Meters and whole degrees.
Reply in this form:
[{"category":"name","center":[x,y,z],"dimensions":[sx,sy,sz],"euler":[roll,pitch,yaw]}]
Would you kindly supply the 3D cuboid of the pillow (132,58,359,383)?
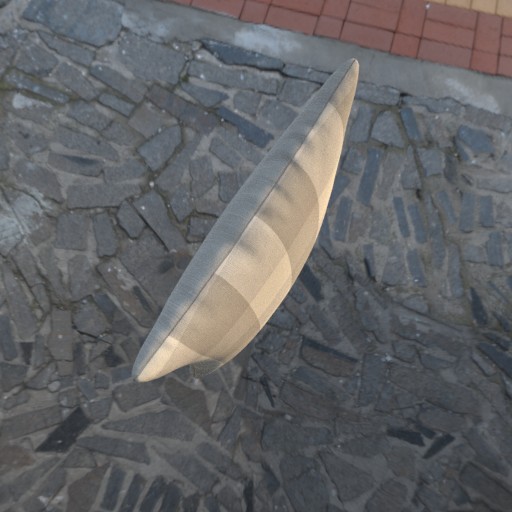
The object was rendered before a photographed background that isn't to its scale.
[{"category":"pillow","center":[0.000,0.000,0.799],"dimensions":[0.161,0.509,0.511],"euler":[32,77,8]}]
